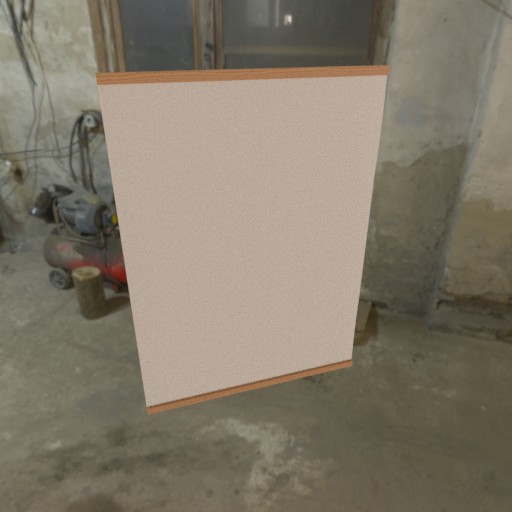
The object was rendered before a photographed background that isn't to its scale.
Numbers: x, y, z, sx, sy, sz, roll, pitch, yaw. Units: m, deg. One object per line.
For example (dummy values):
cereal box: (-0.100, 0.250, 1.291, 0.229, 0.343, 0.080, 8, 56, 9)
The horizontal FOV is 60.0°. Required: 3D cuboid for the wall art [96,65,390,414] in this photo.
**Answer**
wall art: (0.000, 0.000, 1.303, 0.739, 1.016, 0.020, -9, 28, -16)
